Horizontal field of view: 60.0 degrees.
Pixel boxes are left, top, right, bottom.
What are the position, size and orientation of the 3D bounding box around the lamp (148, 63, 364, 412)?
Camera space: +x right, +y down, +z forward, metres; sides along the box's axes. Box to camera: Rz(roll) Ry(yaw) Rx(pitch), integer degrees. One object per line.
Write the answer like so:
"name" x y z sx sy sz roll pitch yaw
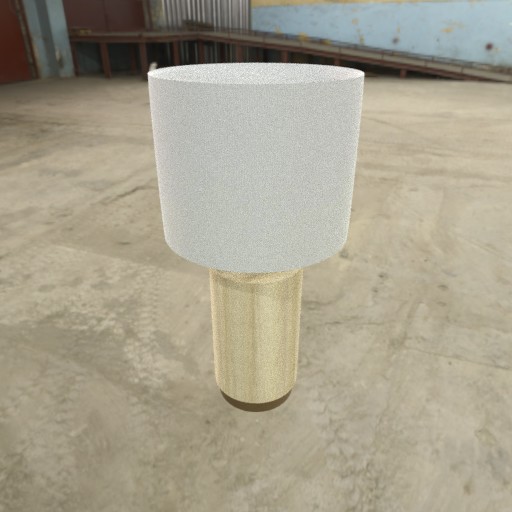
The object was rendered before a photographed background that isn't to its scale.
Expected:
"lamp" 0.000 0.000 0.575 0.228 0.444 0.228 -20 33 -32
